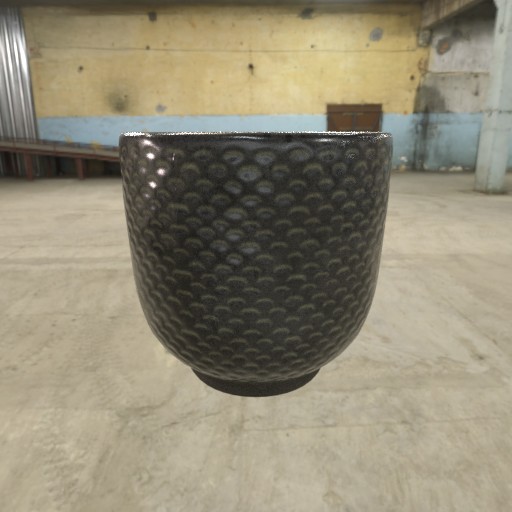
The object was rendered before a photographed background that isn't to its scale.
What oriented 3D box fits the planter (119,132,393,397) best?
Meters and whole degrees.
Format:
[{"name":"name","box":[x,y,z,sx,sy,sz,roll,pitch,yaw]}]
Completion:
[{"name":"planter","box":[0.000,0.000,0.354,0.197,0.191,0.197,0,16,0]}]
